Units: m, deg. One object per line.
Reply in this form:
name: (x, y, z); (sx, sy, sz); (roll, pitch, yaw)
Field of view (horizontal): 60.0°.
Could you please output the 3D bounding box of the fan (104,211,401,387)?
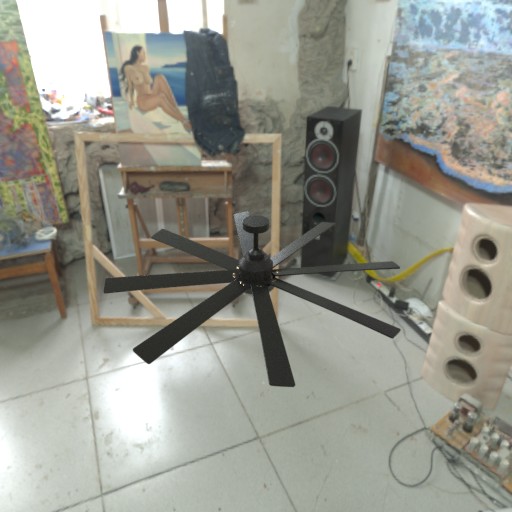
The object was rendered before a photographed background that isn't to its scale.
fan: (0.000, 0.000, 2.687); (1.830, 0.472, 1.830); (21, 37, 32)
